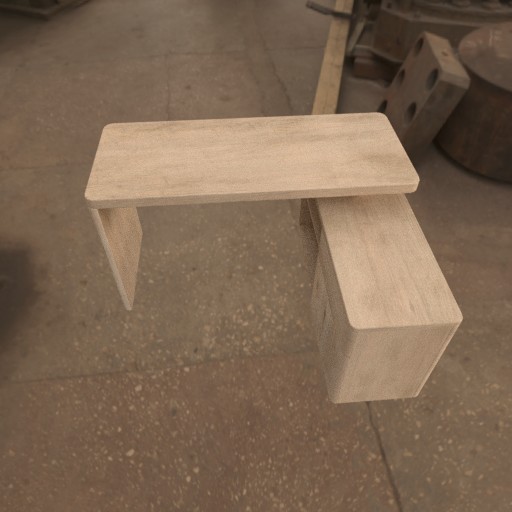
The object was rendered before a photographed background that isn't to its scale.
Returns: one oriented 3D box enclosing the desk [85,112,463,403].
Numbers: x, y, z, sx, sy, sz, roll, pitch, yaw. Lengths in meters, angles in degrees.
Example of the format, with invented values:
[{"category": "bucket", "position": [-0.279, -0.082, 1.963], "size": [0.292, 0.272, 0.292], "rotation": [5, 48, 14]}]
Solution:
[{"category": "desk", "position": [0.000, 0.000, 2.099], "size": [1.400, 0.770, 1.175], "rotation": [-3, 47, -3]}]
